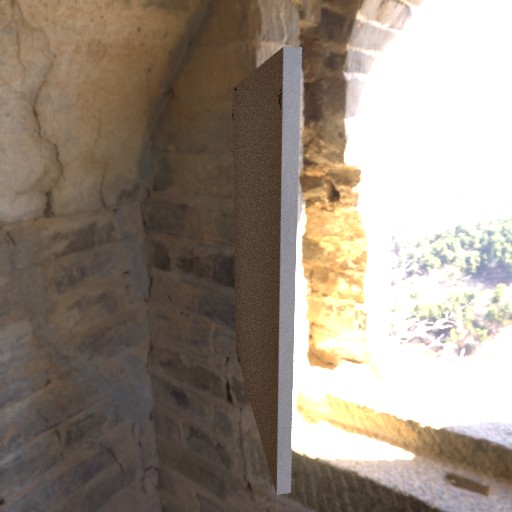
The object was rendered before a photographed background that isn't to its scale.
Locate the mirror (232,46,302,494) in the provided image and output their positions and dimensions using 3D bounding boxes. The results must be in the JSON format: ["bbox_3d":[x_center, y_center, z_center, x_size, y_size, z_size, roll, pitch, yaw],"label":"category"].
[{"bbox_3d":[0.000,0.000,1.325,0.041,1.016,0.762,-3,15,-10],"label":"mirror"}]
